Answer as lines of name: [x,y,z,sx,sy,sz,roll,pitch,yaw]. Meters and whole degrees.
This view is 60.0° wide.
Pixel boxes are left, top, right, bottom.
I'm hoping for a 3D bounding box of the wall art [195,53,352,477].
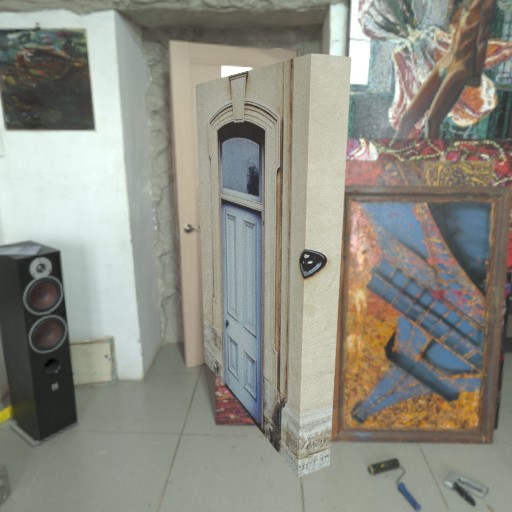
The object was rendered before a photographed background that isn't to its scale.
wall art: [0.000,0.000,0.498,0.038,0.381,0.254,-8,17,-26]
